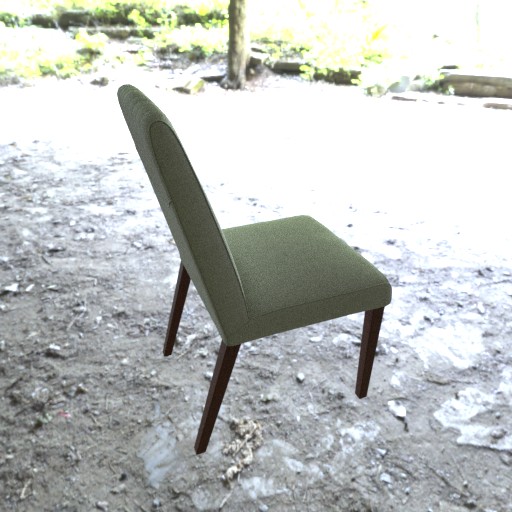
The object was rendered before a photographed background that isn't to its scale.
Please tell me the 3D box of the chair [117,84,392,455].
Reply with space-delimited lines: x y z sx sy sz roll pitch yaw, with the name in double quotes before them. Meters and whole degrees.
"chair" 0.000 0.000 1.235 0.594 0.900 0.480 -11 31 -19
